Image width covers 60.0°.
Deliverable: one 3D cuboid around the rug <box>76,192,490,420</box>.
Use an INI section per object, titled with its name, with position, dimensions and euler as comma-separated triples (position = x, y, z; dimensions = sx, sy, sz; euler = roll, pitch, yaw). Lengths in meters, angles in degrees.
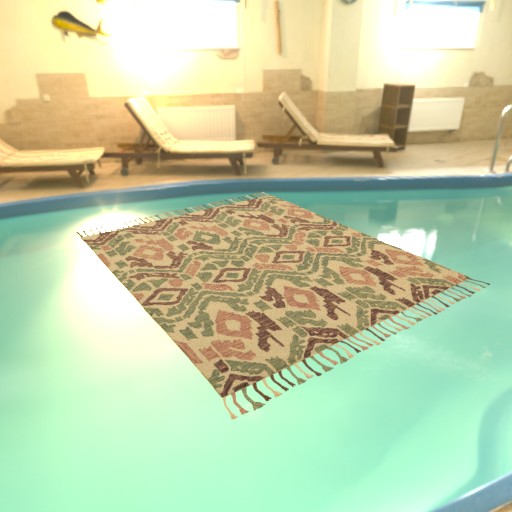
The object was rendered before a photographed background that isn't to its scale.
[rug]
position = 0.000, 0.000, 3.997
dimensions = 2.438, 0.010, 3.048
euler = -17, 30, -31
